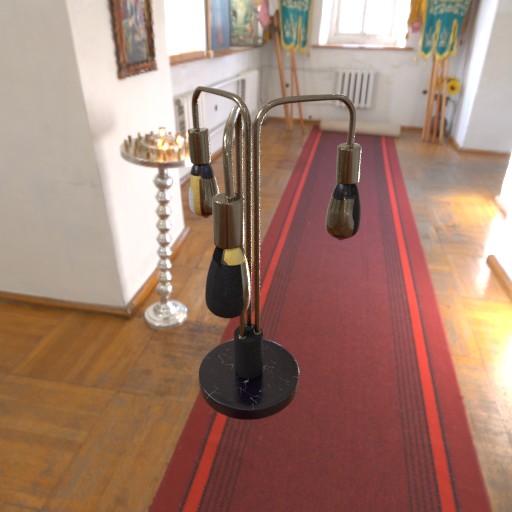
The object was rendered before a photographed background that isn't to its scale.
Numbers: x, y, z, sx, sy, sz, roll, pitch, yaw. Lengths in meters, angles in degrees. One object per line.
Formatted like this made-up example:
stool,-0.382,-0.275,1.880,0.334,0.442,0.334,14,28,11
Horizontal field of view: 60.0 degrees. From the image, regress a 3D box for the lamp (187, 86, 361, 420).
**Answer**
lamp,0.000,0.000,0.809,0.355,0.560,0.368,-18,34,-29
